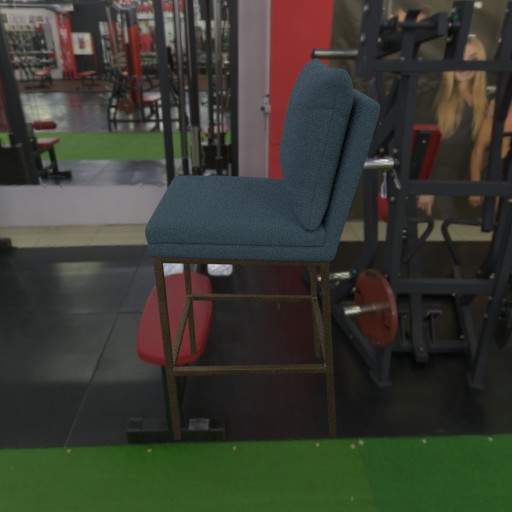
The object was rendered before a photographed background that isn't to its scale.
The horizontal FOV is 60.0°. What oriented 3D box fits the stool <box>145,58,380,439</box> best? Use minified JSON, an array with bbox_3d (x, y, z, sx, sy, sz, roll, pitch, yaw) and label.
[{"bbox_3d":[0.000,0.000,1.401,0.568,1.124,0.463,0,27,0],"label":"stool"}]
